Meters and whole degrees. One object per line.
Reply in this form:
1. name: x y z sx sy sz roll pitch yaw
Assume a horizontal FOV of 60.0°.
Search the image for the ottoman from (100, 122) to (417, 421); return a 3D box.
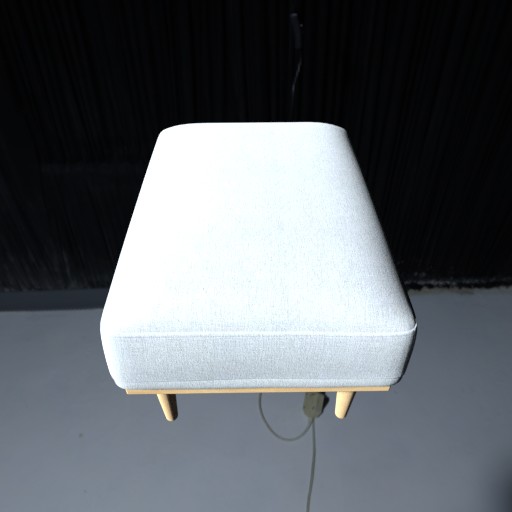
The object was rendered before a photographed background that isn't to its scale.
1. ottoman: 0.000 0.000 1.092 0.549 0.428 0.749 -1 42 -1
